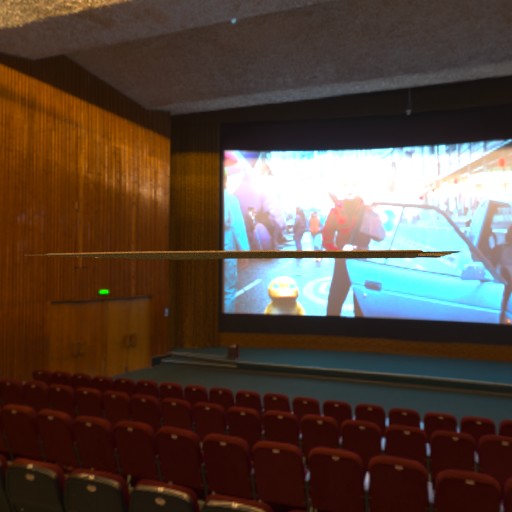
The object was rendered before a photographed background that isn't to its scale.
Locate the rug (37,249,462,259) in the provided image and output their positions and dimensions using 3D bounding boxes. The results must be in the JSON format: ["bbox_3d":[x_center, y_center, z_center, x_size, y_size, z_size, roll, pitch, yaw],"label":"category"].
[{"bbox_3d":[0.000,0.000,3.047,2.465,0.023,1.619,0,-1,19],"label":"rug"}]
